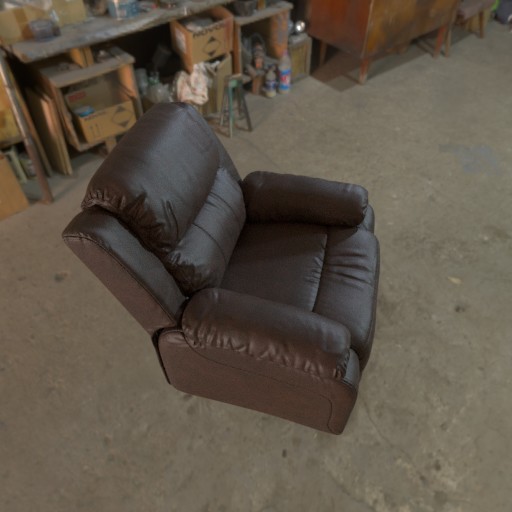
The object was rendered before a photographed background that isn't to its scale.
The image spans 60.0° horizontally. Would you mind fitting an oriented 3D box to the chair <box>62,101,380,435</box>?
[{"bbox_3d":[0.000,0.000,1.246,0.707,0.702,0.680,10,47,10],"label":"chair"}]
